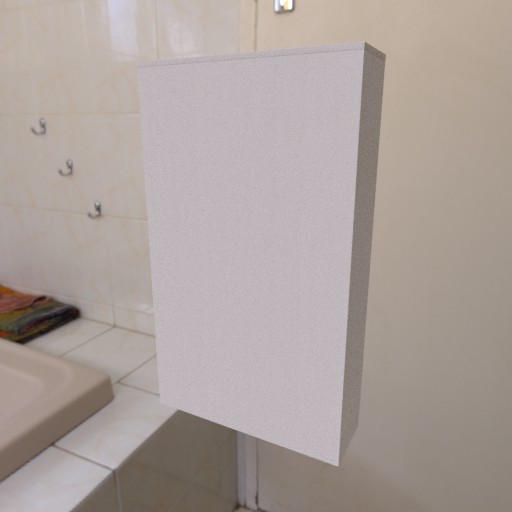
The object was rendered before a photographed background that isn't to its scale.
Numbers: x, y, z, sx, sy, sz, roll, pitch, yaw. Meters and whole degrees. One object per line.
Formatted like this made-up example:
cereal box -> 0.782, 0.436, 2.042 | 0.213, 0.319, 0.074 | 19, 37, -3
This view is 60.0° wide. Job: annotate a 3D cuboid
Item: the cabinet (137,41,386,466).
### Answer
cabinet -> 0.000, 0.000, 1.559 | 0.750, 1.280, 0.250 | 8, 18, 27
